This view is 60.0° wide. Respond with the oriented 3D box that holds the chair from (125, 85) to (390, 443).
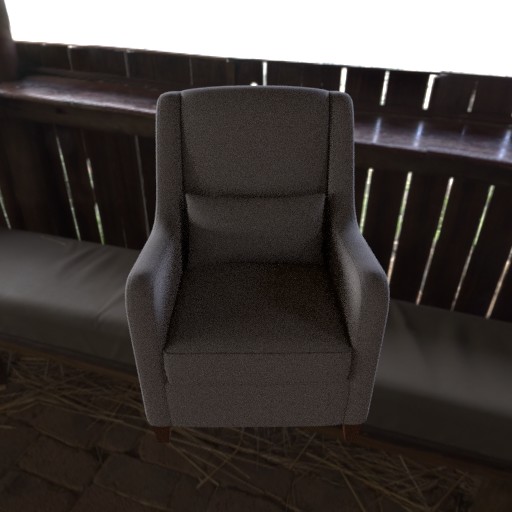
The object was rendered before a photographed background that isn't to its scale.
[{"bbox_3d":[0.000,0.000,1.572,0.715,1.010,0.863,0,31,-1],"label":"chair"}]
